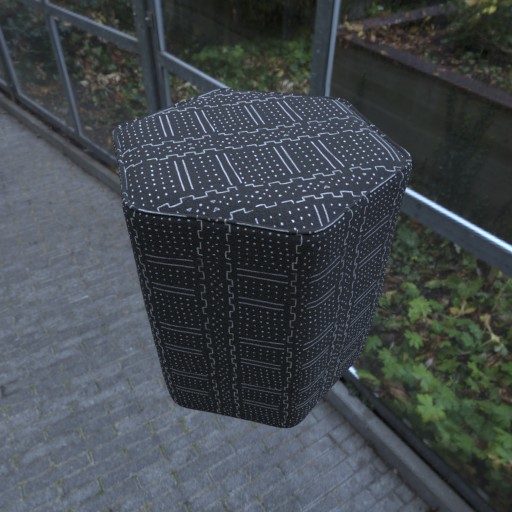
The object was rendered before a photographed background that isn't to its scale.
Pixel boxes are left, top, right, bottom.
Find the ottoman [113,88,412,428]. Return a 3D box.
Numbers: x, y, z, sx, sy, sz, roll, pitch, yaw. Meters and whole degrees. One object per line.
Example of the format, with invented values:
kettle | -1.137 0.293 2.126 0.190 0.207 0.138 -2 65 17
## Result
ottoman | 0.000 0.000 0.865 0.443 0.502 0.494 -12 43 -13
